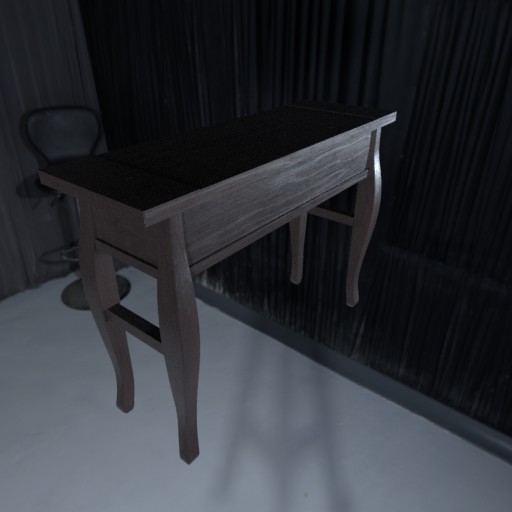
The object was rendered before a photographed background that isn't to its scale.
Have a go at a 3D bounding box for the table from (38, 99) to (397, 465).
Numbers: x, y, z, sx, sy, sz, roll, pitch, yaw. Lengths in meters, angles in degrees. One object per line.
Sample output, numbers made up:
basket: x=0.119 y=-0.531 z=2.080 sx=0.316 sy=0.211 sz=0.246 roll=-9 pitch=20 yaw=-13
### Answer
table: x=0.000 y=0.000 z=1.407 sx=0.373 sy=0.768 sz=1.062 roll=22 pitch=36 yaw=33
